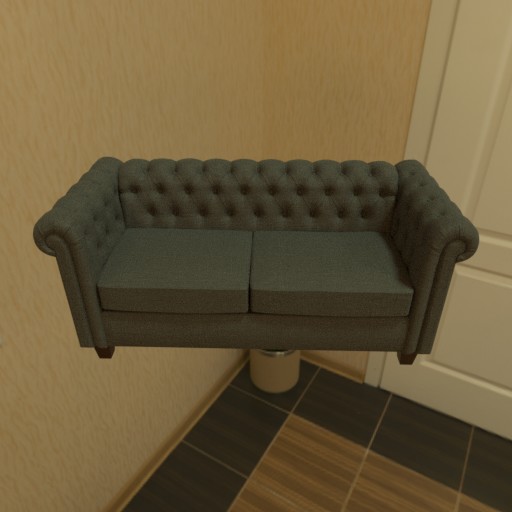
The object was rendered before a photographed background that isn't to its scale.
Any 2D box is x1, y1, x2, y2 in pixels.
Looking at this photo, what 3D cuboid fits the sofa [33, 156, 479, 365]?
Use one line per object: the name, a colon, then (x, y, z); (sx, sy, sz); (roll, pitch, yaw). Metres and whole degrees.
sofa: (0.000, 0.000, 2.241); (1.798, 0.797, 0.783); (1, 31, 1)
